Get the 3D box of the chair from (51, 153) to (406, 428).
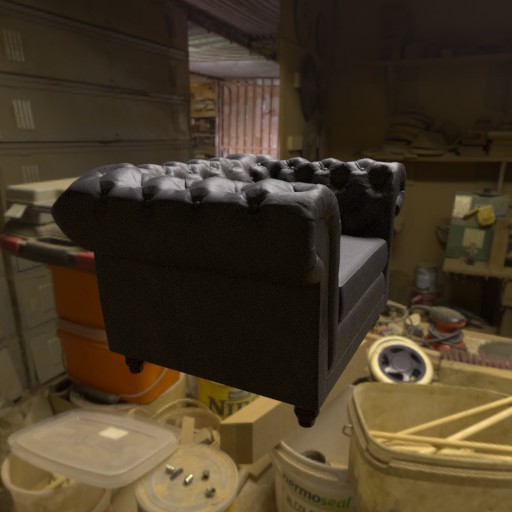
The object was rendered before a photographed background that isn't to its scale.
[{"bbox_3d":[0.000,0.000,1.823,0.943,0.780,1.298,8,17,26],"label":"chair"}]
